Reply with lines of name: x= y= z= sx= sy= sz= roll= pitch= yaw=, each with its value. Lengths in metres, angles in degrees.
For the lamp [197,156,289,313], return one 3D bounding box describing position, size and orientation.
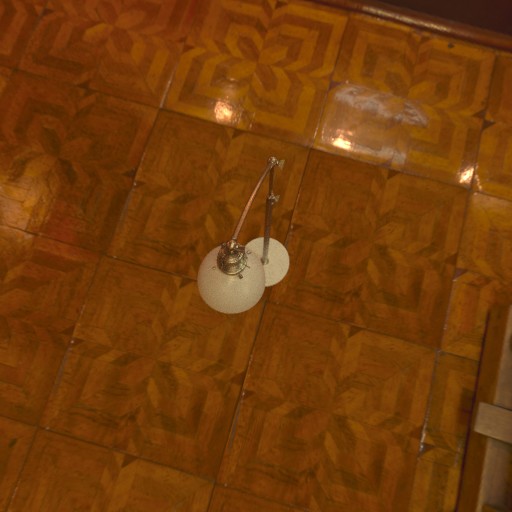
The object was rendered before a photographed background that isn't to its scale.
lamp: x=0.000 y=0.000 z=1.782 sx=0.288 sy=1.586 sz=0.599 roll=18 pitch=77 yaw=4
